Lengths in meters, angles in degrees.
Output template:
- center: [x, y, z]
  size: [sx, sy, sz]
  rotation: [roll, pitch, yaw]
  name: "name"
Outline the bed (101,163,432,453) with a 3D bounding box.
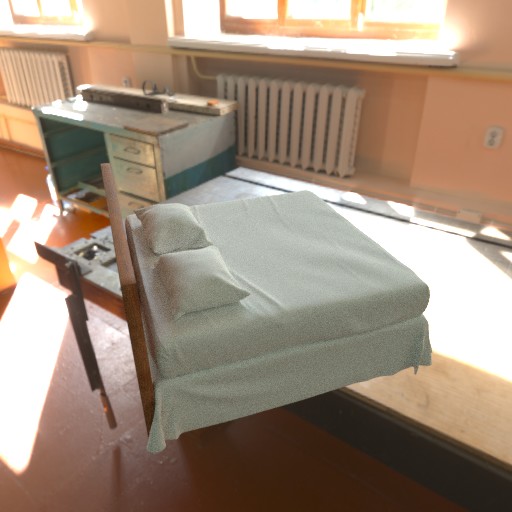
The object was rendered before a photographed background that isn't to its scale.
- center: [0.000, 0.000, 3.595]
  size: [2.165, 1.158, 2.255]
  rotation: [-10, 31, -17]
  name: "bed"
